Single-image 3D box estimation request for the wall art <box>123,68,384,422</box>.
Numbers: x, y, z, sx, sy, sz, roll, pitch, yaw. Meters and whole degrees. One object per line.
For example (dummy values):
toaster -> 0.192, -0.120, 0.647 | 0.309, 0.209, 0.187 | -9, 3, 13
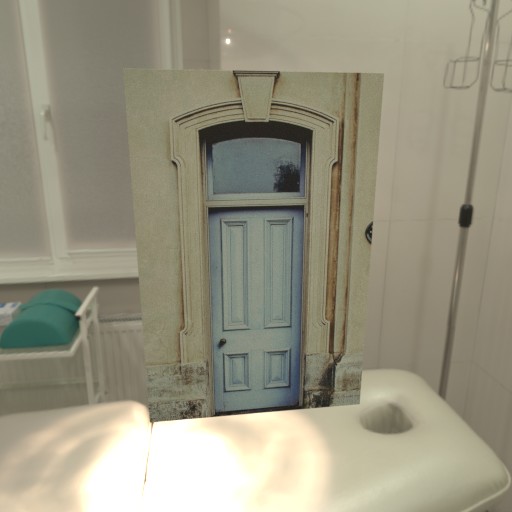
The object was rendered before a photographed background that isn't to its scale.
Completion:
wall art -> 0.000, 0.000, 0.497 | 0.254, 0.381, 0.038 | -2, 16, -8
